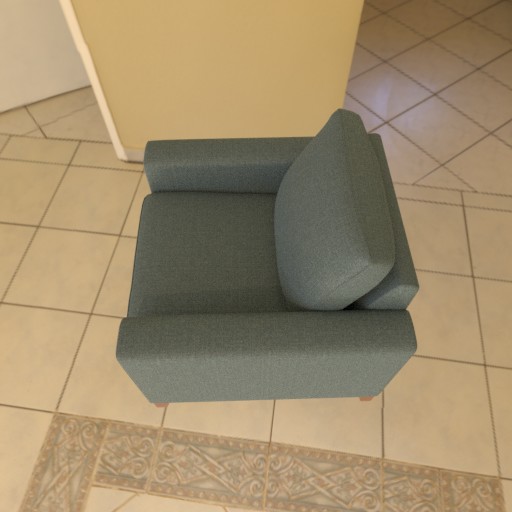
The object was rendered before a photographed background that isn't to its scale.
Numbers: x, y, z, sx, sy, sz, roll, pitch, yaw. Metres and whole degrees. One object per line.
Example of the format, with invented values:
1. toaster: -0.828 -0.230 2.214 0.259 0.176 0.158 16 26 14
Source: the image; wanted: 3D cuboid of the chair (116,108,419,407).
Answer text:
1. chair: 0.000 0.000 1.881 1.038 1.010 1.024 -1 58 -1
